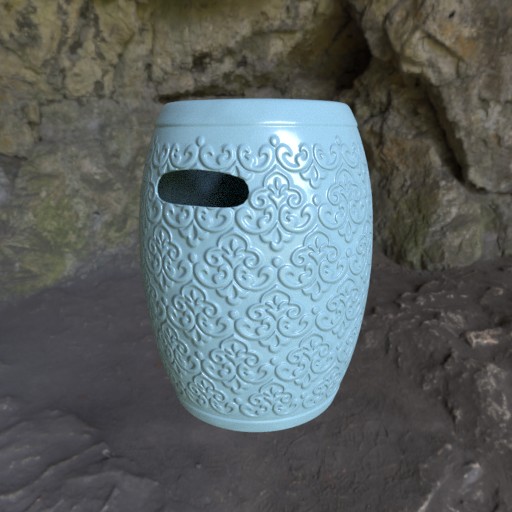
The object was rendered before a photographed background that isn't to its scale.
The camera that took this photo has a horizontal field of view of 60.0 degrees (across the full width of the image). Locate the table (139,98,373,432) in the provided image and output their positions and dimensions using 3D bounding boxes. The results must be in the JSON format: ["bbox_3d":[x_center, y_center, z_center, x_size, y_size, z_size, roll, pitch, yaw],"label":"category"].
[{"bbox_3d":[0.000,0.000,0.612,0.309,0.397,0.309,0,16,0],"label":"table"}]
